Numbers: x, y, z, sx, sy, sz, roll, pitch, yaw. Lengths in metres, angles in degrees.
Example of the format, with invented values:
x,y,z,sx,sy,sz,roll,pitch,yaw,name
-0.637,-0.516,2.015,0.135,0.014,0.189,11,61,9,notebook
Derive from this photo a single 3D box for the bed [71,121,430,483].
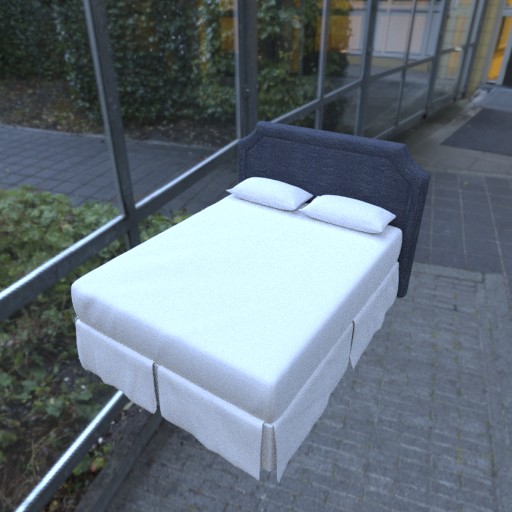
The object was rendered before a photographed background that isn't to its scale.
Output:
x,y,z,sx,sy,sz,roll,pitch,yaw,name
0.000,0.000,3.108,1.693,1.290,2.116,19,35,28,bed
